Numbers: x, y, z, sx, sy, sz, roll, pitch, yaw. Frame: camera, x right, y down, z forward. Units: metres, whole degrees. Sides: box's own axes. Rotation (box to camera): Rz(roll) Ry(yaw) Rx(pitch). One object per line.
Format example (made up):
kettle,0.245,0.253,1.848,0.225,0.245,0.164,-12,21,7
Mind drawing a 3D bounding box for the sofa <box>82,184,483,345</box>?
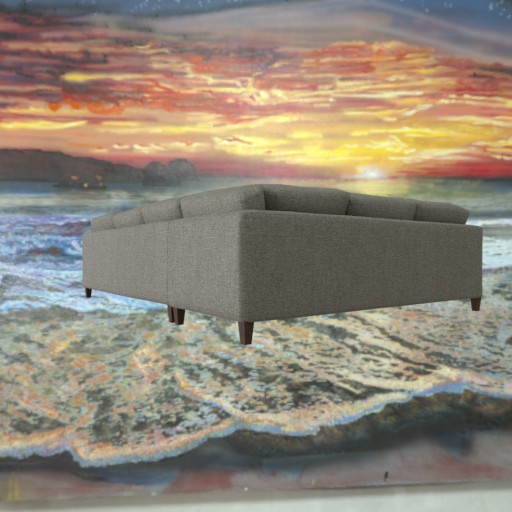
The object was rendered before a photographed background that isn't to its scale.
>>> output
sofa,0.000,0.000,4.442,2.593,0.947,3.302,0,0,-36
